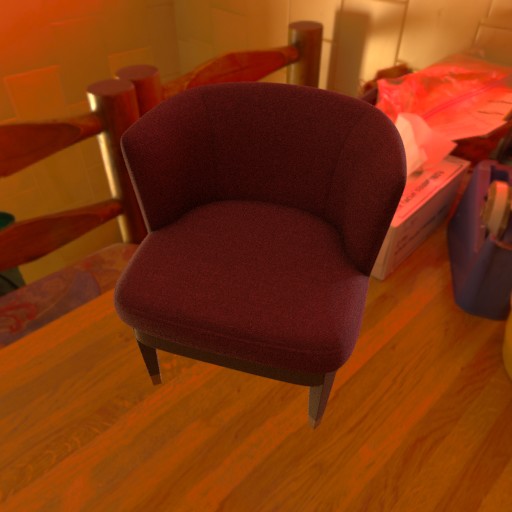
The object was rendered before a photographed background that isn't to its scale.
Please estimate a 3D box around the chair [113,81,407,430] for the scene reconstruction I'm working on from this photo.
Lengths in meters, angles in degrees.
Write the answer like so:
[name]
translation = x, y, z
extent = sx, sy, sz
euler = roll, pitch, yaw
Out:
[chair]
translation = 0.000, 0.000, 1.270
extent = 0.700, 0.760, 0.660
euler = 11, 42, 12
